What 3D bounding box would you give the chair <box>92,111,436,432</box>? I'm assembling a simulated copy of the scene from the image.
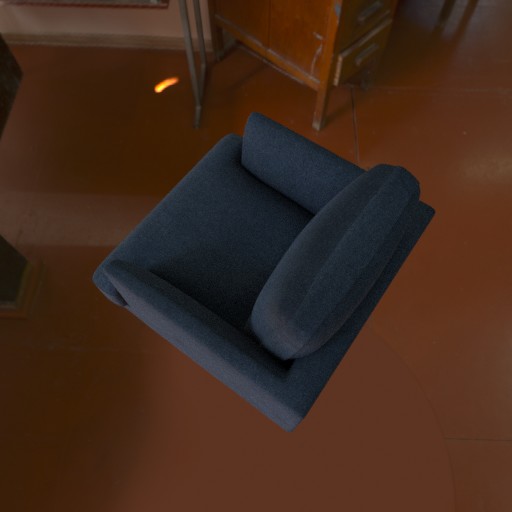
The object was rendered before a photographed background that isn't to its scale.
[{"bbox_3d":[0.000,0.000,1.631,0.899,0.957,0.858,33,69,15],"label":"chair"}]
